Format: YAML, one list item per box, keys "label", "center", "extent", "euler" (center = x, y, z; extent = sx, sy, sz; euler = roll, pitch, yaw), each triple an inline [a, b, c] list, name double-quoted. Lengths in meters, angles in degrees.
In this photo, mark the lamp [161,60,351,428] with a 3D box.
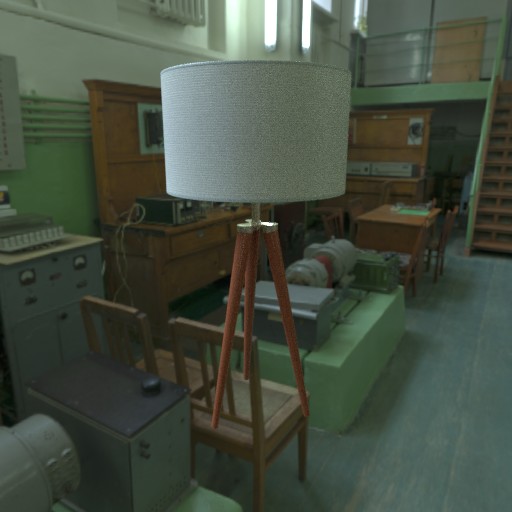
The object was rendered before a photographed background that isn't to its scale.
- label: "lamp"
  center: [0.000, 0.000, 0.933]
  extent: [0.354, 0.709, 0.355]
  euler: [8, 17, 27]
